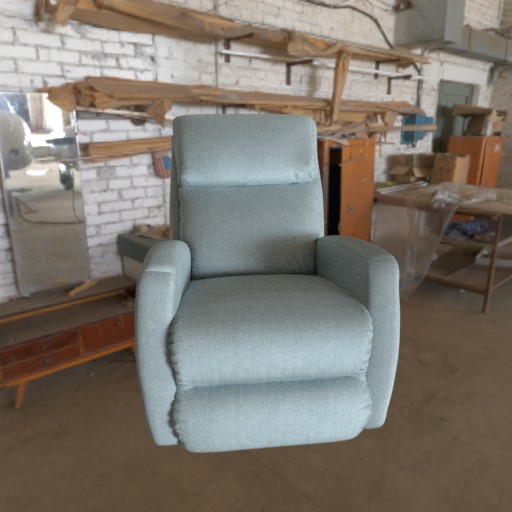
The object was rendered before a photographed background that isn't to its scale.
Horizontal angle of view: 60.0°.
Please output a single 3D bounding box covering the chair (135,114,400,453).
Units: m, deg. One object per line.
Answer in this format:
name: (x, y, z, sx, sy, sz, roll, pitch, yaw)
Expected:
chair: (0.000, 0.000, 1.640, 0.794, 1.016, 0.940, -2, 17, -7)
